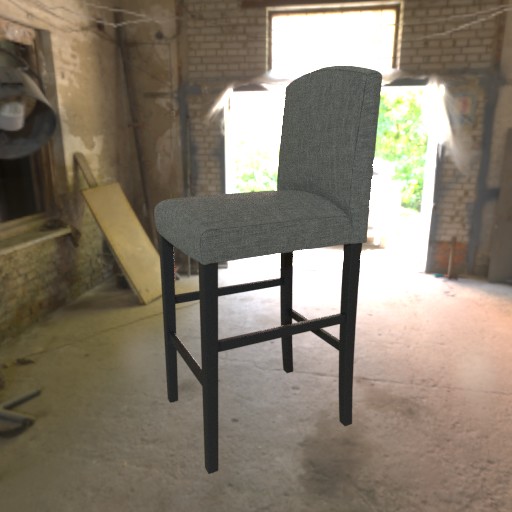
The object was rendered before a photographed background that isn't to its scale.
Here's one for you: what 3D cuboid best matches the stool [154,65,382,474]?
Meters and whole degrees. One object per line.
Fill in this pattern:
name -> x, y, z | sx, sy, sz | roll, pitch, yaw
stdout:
stool -> 0.000, 0.000, 1.401 | 0.552, 1.138, 0.451 | -8, 17, -26
